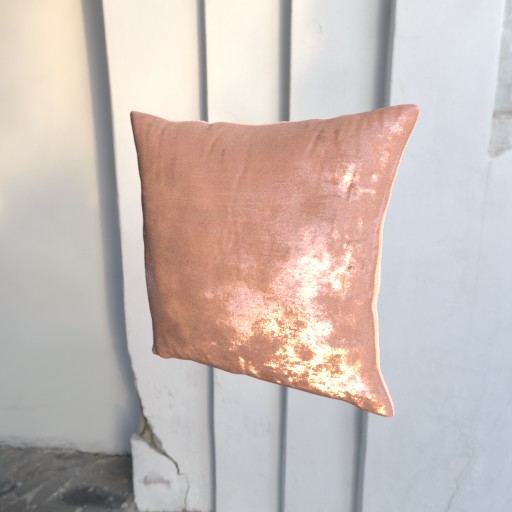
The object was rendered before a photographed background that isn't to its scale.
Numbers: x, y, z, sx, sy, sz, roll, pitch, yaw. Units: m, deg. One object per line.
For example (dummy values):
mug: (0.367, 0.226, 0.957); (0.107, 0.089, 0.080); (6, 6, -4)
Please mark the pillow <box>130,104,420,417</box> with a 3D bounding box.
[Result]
pillow: (0.000, 0.000, 0.724); (0.470, 0.464, 0.175); (7, 16, 24)
